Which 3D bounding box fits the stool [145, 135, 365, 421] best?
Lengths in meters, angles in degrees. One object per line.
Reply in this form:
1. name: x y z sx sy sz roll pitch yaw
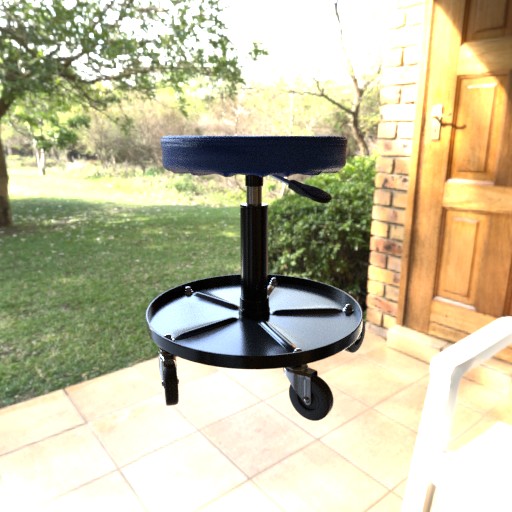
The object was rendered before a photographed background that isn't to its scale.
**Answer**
1. stool: 0.000 0.000 0.696 0.381 0.365 0.382 -15 21 -43
